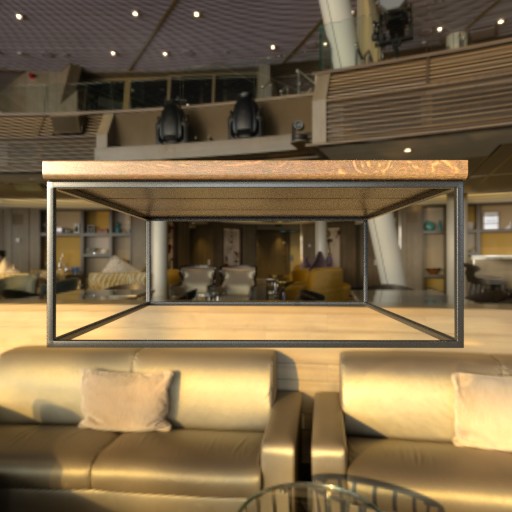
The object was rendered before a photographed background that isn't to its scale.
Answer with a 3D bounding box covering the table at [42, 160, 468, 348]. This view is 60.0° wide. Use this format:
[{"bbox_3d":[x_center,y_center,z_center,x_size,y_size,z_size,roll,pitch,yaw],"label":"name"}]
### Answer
[{"bbox_3d":[0.000,0.000,1.386,0.900,0.400,0.900,0,0,0],"label":"table"}]
